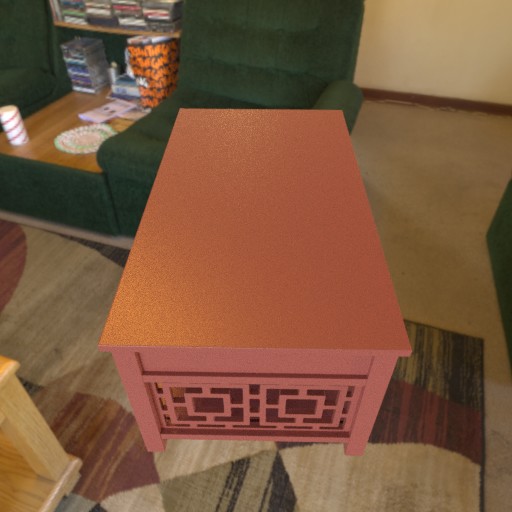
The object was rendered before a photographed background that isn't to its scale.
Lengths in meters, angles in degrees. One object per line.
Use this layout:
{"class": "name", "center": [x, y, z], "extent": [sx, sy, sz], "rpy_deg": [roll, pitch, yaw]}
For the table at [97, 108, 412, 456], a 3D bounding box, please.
{"class": "table", "center": [0.000, 0.000, 1.403], "extent": [0.612, 0.493, 1.068], "rpy_deg": [1, 42, 1]}
